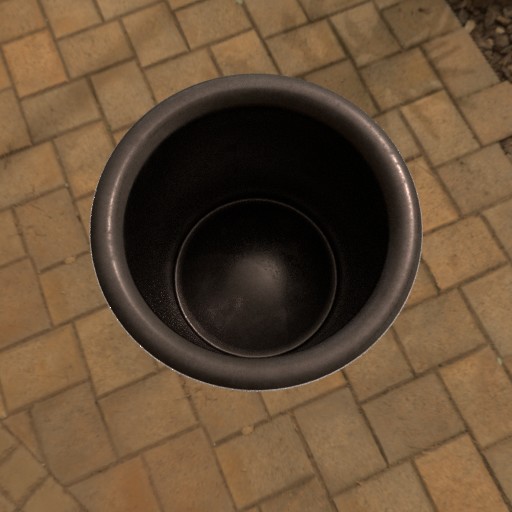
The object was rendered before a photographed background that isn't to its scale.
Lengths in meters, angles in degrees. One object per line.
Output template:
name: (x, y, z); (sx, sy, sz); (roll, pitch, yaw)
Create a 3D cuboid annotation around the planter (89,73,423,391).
planter: (0.000, 0.000, 0.283); (0.160, 0.156, 0.160); (0, 76, 0)
